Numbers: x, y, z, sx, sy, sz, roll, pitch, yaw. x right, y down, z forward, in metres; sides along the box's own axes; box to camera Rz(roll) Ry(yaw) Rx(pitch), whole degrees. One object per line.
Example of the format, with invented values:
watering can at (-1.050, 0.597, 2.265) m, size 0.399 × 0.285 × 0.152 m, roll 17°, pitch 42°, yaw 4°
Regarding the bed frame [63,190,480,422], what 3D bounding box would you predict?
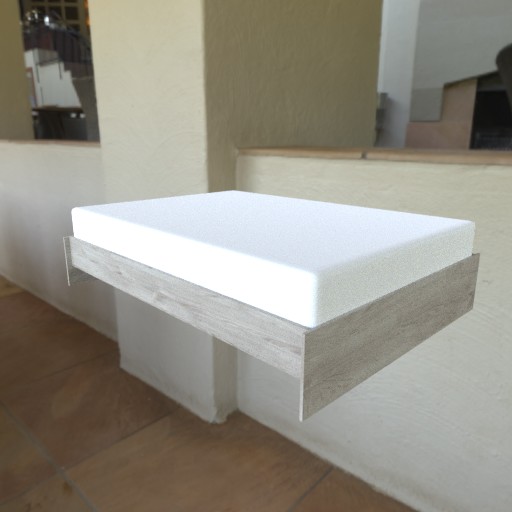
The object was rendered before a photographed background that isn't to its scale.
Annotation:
bed frame at (0.000, 0.000, 2.572) m, size 1.445 × 0.497 × 1.945 m, roll -14°, pitch 21°, yaw -42°
